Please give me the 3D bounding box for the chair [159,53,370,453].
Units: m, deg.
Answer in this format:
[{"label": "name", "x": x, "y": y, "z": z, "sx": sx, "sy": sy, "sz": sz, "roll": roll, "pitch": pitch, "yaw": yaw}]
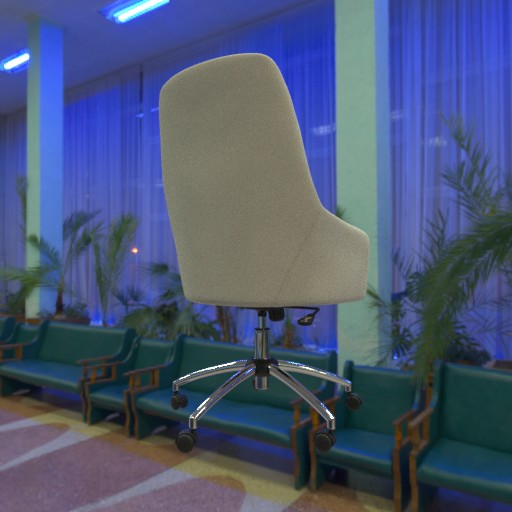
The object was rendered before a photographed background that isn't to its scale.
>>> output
[{"label": "chair", "x": 0.000, "y": 0.000, "z": 1.420, "sx": 0.620, "sy": 1.049, "sz": 0.640, "roll": -1, "pitch": -1, "yaw": 37}]
